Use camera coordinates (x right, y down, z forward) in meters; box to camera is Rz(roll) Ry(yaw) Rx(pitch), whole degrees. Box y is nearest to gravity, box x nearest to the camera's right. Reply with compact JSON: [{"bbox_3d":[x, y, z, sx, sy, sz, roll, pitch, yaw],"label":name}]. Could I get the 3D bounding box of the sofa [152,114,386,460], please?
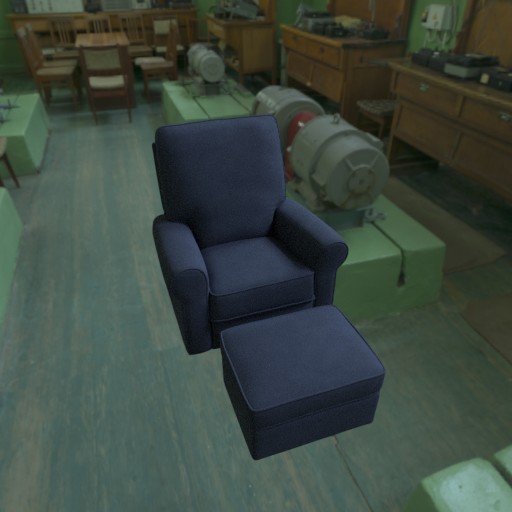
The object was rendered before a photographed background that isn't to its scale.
[{"bbox_3d":[0.000,0.000,2.096,0.880,0.959,1.478,-11,35,-16],"label":"sofa"}]
